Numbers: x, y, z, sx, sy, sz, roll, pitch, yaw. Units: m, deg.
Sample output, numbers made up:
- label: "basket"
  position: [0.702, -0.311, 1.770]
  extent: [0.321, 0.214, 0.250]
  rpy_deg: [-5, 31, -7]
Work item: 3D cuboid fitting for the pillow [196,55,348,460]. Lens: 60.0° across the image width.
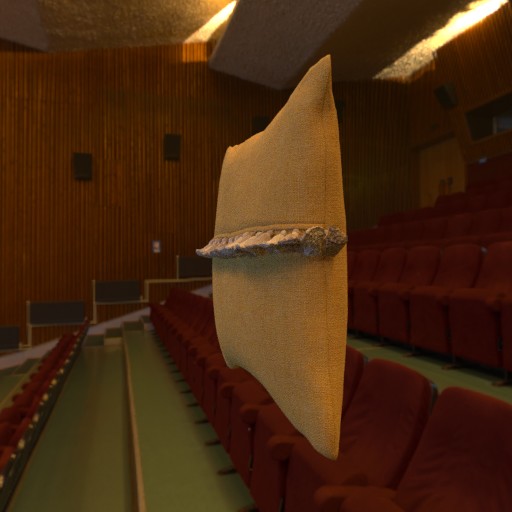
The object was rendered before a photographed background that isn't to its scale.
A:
- label: "pillow"
  position: [0.000, 0.000, 0.737]
  extent: [0.167, 0.481, 0.485]
  rpy_deg: [0, -1, -18]
